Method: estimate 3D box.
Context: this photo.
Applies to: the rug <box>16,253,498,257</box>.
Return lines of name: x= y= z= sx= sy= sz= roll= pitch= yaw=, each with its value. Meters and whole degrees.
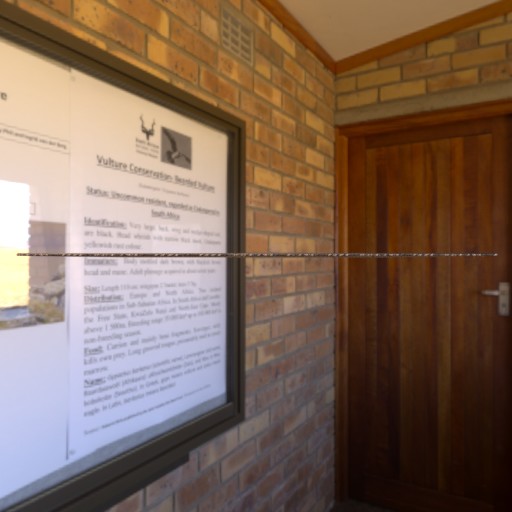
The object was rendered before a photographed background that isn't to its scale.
rug: x=0.000 y=0.000 z=3.792 sx=2.902 sy=0.017 sz=2.305 roll=0 pitch=0 yaw=-1
